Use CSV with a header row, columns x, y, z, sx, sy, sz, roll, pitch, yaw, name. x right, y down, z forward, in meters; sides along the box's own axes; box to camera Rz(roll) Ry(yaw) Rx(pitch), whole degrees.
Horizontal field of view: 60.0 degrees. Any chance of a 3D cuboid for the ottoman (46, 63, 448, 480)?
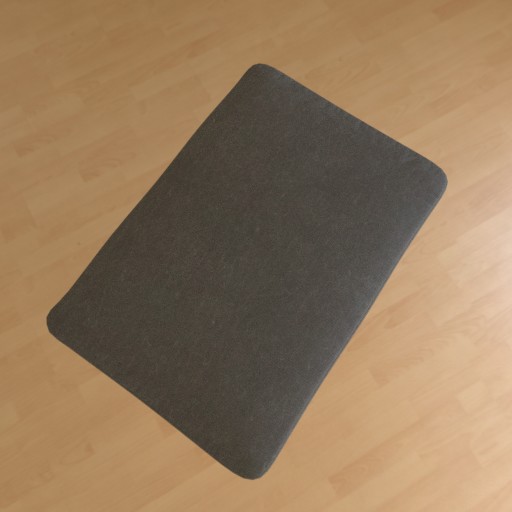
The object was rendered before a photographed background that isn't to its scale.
x,y,z,sx,sy,sz,roll,pitch,yaw,name
0.000,0.000,1.556,0.840,0.429,1.199,34,78,8,ottoman
